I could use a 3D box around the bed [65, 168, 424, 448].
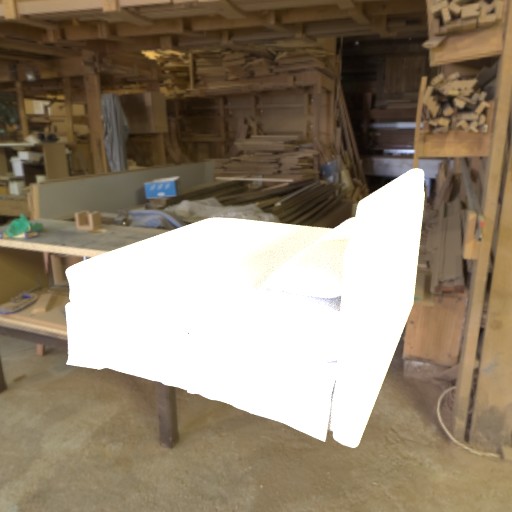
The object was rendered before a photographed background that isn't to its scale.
[{"bbox_3d":[0.000,0.000,3.484,2.204,1.301,2.160,8,18,25],"label":"bed"}]
